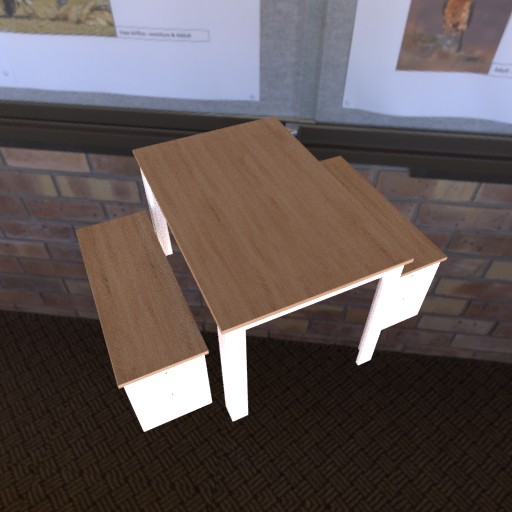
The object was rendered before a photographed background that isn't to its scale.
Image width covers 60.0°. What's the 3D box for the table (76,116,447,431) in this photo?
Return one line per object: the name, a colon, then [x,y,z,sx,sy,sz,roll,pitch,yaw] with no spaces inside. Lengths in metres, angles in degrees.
table: [0.000,0.000,2.055,1.443,0.700,1.100,-19,49,-17]
